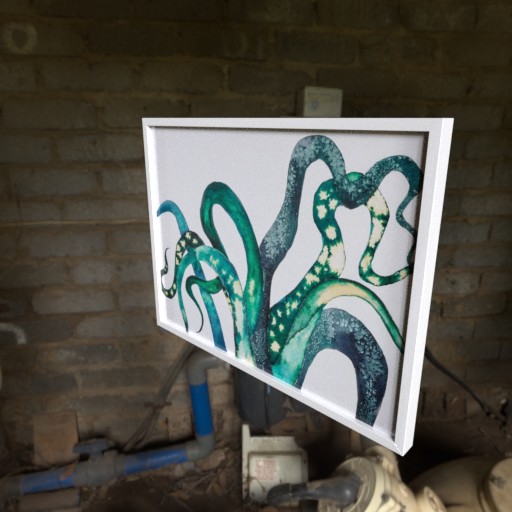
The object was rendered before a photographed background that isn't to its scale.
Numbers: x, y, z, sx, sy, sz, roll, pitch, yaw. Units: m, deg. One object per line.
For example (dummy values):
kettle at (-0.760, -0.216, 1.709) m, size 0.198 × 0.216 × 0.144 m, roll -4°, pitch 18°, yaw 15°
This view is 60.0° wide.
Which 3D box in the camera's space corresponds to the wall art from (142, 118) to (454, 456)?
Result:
wall art at (0.000, 0.000, 1.325) m, size 1.041 × 0.787 × 0.053 m, roll 16°, pitch 23°, yaw 41°
